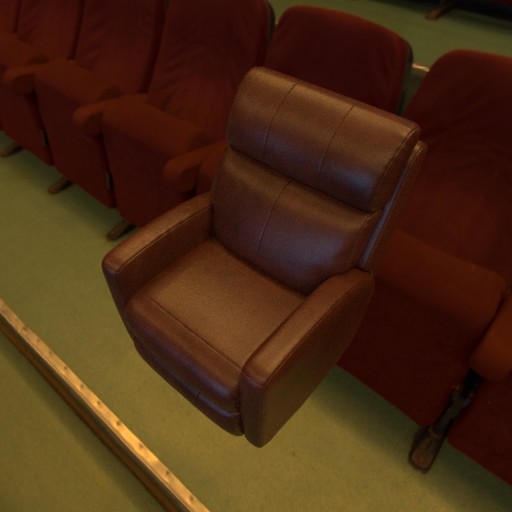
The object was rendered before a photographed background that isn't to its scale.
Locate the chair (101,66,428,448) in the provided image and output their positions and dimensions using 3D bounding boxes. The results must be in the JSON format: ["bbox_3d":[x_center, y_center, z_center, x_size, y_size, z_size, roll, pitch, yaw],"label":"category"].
[{"bbox_3d":[0.000,0.000,1.670,0.787,1.016,0.939,32,55,26],"label":"chair"}]
